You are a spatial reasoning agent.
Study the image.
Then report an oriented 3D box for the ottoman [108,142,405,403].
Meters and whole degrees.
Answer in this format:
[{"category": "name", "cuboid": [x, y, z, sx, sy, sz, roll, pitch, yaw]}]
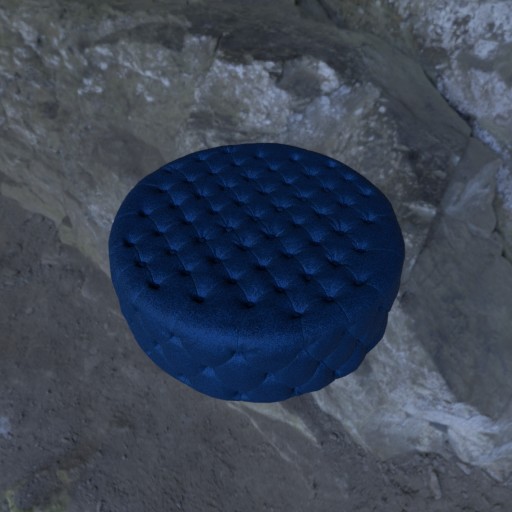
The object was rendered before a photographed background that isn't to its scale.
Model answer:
[{"category": "ottoman", "cuboid": [0.000, 0.000, 1.592, 0.998, 0.398, 0.998, 0, 46, 0]}]
